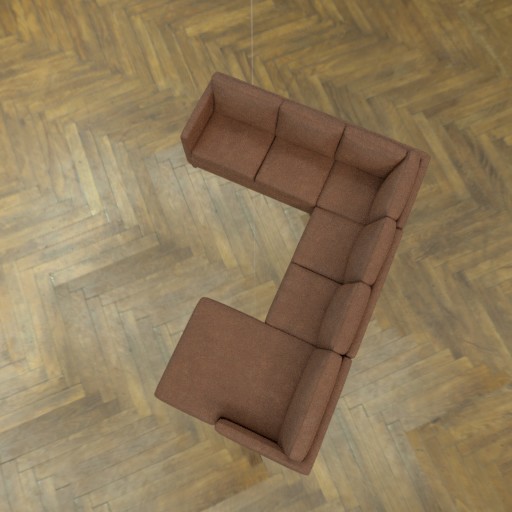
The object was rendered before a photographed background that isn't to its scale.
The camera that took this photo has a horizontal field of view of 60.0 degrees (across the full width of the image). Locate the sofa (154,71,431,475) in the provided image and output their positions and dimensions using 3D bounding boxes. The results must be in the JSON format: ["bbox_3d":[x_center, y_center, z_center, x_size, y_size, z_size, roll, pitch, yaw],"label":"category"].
[{"bbox_3d":[0.000,0.000,4.686,2.593,0.923,3.460,24,76,6],"label":"sofa"}]
